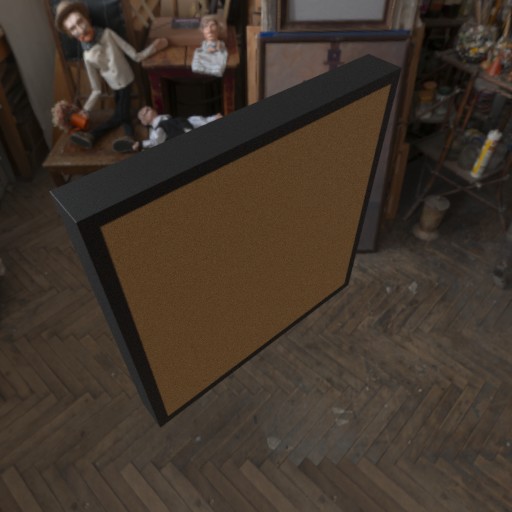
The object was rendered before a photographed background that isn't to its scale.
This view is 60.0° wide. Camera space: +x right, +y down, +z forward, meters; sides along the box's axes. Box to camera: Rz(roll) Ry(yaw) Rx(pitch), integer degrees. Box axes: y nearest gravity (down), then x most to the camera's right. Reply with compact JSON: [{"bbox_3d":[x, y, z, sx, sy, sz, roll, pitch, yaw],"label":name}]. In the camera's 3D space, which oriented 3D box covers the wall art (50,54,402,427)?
[{"bbox_3d":[0.000,0.000,0.442,0.304,0.304,0.038,-32,55,-26],"label":"wall art"}]
